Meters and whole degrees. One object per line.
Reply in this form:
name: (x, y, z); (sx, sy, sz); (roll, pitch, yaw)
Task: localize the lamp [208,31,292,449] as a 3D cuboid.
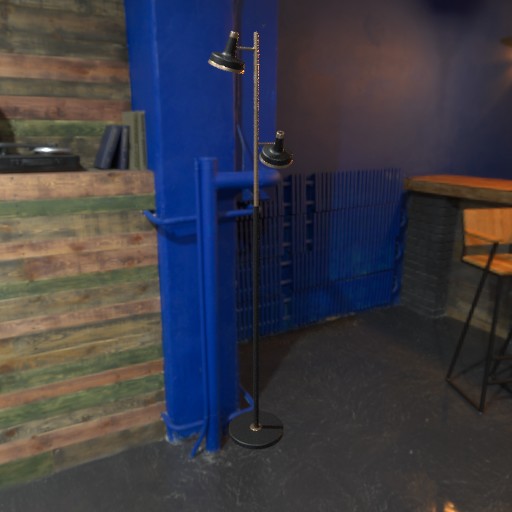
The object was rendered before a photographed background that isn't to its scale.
lamp: (0.000, 0.000, 1.823); (0.351, 1.674, 0.253); (-7, 17, -25)
